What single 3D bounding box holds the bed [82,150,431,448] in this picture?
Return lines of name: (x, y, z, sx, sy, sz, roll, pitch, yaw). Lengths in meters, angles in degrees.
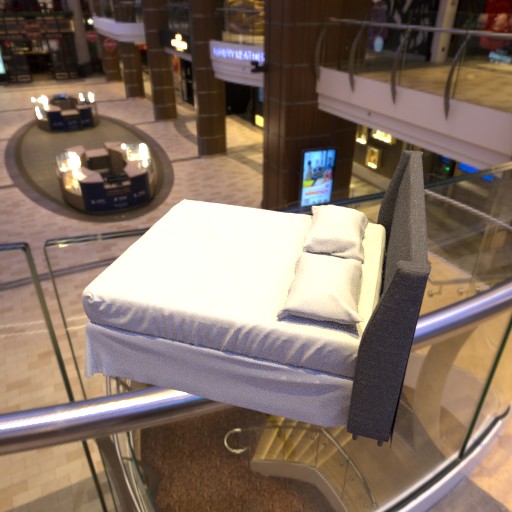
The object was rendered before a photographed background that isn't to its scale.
bed: (0.000, 0.000, 3.422, 2.276, 1.332, 1.925, 9, 32, 14)
